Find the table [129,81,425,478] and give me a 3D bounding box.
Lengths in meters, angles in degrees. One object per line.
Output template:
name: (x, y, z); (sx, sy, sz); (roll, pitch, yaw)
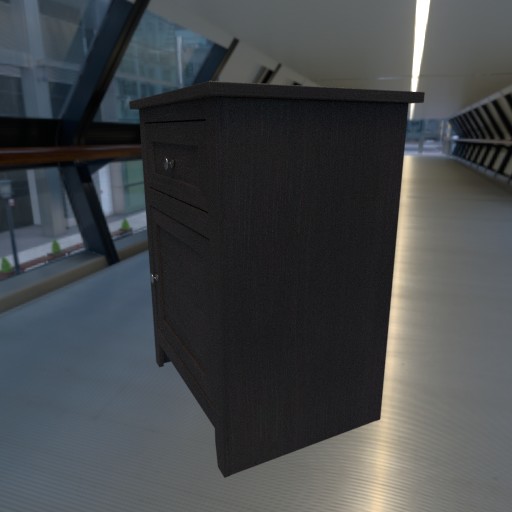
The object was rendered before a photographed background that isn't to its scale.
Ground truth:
table: (0.000, 0.000, 0.940); (0.381, 0.635, 0.480); (-8, 18, -26)
